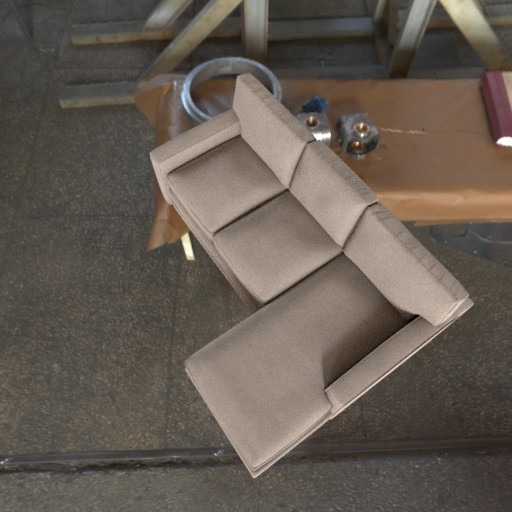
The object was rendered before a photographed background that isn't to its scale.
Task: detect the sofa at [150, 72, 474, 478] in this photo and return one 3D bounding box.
[{"bbox_3d":[0.000,0.000,2.845,1.496,0.861,2.087,-32,67,-15],"label":"sofa"}]
